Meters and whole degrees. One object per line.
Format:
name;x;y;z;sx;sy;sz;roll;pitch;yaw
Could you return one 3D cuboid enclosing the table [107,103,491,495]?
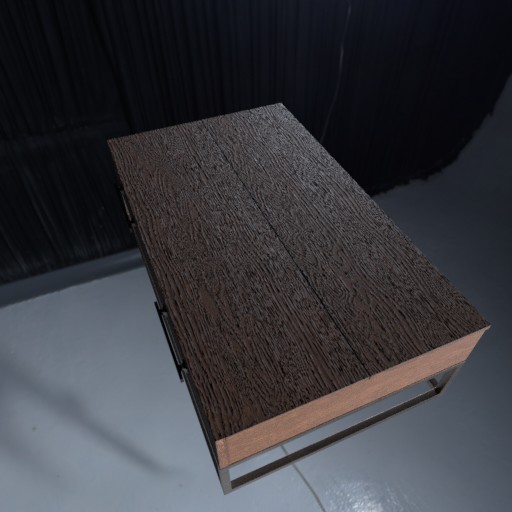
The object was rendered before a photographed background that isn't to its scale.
table;0.000;0.000;1.456;0.719;0.361;1.167;-17;49;-16
